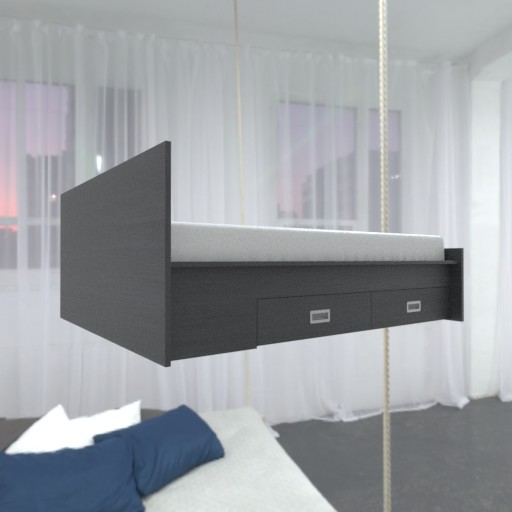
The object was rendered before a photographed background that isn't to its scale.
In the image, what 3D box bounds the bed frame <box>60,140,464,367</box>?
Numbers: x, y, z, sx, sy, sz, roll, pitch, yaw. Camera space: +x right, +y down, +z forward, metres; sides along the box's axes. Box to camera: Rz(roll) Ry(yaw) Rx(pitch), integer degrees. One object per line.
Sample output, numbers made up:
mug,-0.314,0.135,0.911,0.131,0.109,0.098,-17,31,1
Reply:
bed frame,0.000,0.000,2.793,1.960,0.800,1.622,0,0,-36
